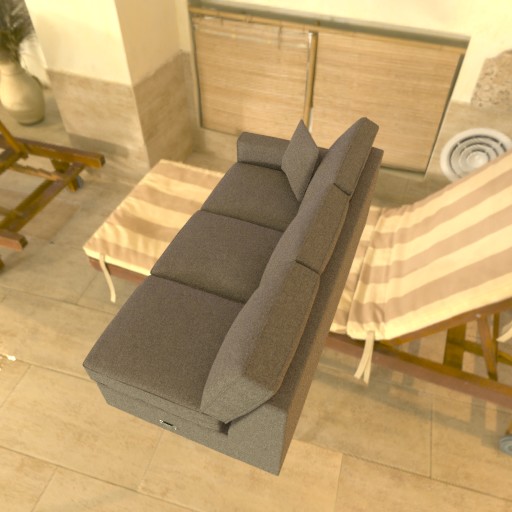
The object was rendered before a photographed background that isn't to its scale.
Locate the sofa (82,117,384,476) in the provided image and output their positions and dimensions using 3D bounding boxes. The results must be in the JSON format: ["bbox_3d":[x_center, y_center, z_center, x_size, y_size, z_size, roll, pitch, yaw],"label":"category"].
[{"bbox_3d":[0.000,0.000,2.572,1.034,0.946,1.963,16,48,15],"label":"sofa"}]
